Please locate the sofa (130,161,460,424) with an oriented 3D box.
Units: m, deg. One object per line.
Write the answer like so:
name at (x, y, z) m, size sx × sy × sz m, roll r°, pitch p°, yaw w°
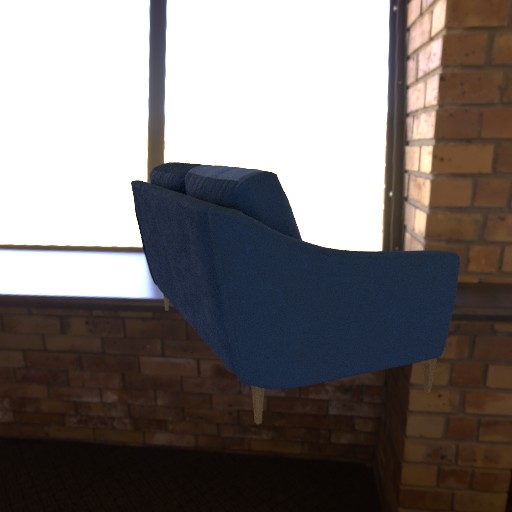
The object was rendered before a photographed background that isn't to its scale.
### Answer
sofa at (0.000, 0.000, 2.186) m, size 0.960 × 0.902 × 1.619 m, roll -7°, pitch 15°, yaw -25°
